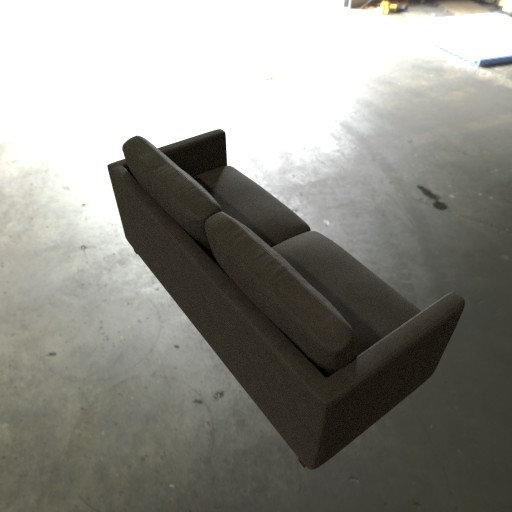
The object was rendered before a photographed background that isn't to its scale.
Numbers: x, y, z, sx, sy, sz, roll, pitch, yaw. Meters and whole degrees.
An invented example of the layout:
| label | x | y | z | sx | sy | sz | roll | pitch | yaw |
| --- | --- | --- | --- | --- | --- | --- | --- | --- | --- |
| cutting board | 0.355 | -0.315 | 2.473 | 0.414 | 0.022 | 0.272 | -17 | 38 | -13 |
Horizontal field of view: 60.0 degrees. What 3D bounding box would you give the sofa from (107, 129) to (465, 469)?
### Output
| label | x | y | z | sx | sy | sz | roll | pitch | yaw |
| --- | --- | --- | --- | --- | --- | --- | --- | --- | --- |
| sofa | 0.000 | 0.000 | 2.730 | 0.951 | 0.965 | 2.208 | -26 | 49 | -26 |
